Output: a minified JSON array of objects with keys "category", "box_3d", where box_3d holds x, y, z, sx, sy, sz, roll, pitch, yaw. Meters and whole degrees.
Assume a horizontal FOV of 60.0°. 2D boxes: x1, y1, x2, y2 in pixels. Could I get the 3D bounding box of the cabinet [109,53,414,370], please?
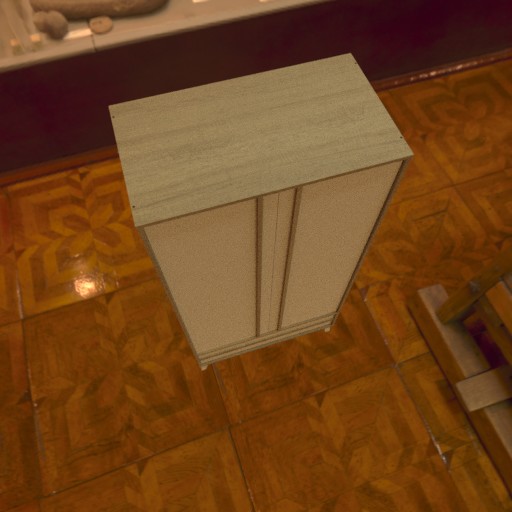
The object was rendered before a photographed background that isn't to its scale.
[{"category":"cabinet","box_3d":[0.000,0.000,2.525,1.006,1.999,0.571,-16,63,-8]}]
